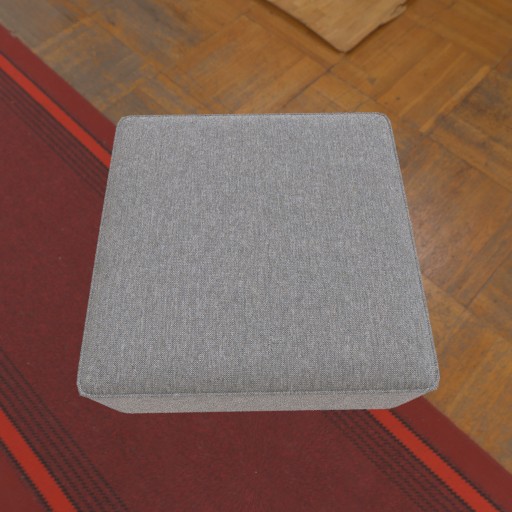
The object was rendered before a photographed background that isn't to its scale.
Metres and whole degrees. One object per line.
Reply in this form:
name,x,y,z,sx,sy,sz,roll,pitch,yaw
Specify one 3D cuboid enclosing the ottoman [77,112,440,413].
ottoman,0.000,0.000,1.570,1.005,0.455,1.005,-1,64,0
